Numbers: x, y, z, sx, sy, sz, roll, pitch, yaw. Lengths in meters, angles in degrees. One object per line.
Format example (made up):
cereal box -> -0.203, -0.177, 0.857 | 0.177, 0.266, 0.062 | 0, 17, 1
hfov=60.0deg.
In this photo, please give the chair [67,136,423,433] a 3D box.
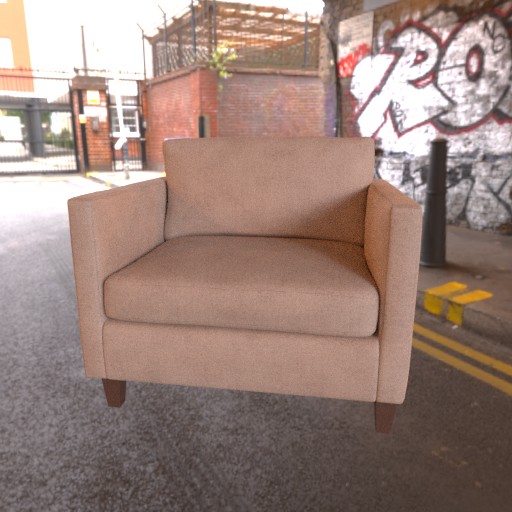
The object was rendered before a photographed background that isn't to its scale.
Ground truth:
chair -> 0.000, 0.000, 1.830 | 1.133, 0.961, 0.959 | 2, 15, 9
